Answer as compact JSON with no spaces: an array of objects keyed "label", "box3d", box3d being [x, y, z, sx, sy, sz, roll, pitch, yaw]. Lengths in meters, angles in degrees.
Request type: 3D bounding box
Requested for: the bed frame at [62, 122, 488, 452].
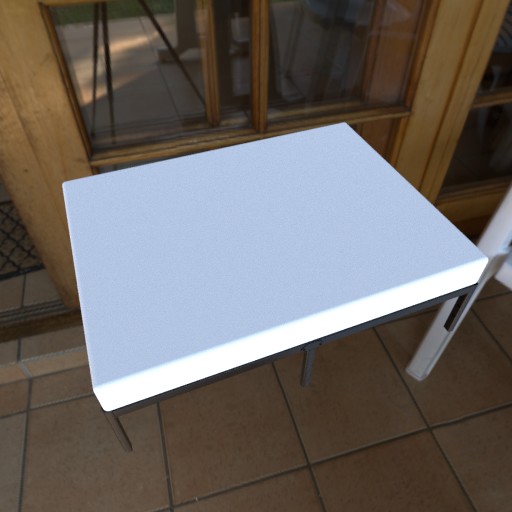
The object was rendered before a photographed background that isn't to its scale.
[{"label":"bed frame","box3d":[0.000,0.000,2.791,2.072,0.659,1.557,-16,48,-15]}]
